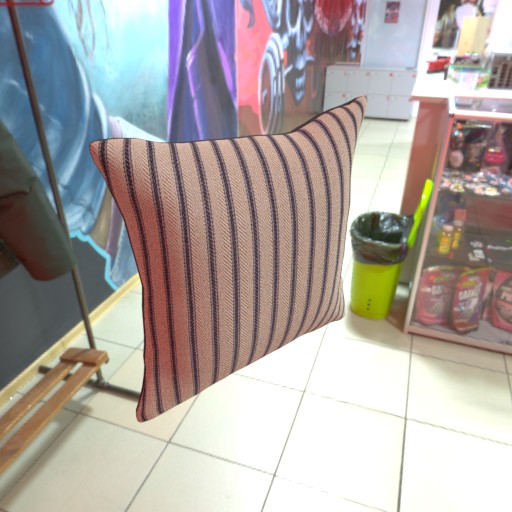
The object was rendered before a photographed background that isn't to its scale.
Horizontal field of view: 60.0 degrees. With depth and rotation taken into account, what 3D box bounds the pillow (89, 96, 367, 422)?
[{"bbox_3d":[0.000,0.000,0.712,0.468,0.444,0.138,-20,35,-32],"label":"pillow"}]
